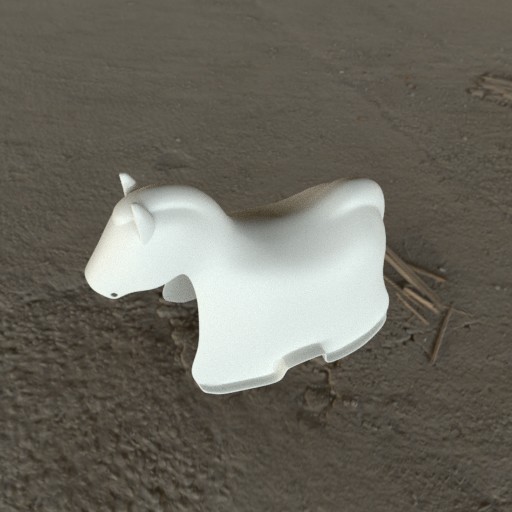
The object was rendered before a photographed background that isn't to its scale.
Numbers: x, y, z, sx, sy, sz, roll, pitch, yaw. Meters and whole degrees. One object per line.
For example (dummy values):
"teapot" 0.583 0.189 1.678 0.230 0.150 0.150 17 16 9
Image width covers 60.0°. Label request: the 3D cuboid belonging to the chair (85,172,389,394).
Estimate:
"chair" 0.000 0.000 1.142 0.800 0.612 0.429 -18 50 -16
